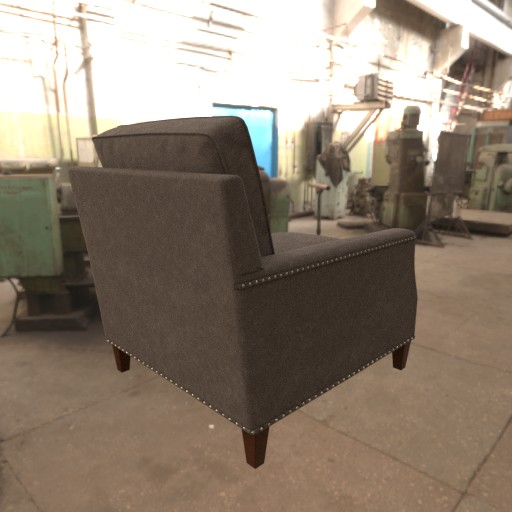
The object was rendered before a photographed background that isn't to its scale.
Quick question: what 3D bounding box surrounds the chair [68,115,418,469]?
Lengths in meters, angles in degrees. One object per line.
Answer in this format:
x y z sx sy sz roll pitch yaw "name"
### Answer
0.000 0.000 1.661 1.014 0.948 0.853 -13 18 -43 "chair"
